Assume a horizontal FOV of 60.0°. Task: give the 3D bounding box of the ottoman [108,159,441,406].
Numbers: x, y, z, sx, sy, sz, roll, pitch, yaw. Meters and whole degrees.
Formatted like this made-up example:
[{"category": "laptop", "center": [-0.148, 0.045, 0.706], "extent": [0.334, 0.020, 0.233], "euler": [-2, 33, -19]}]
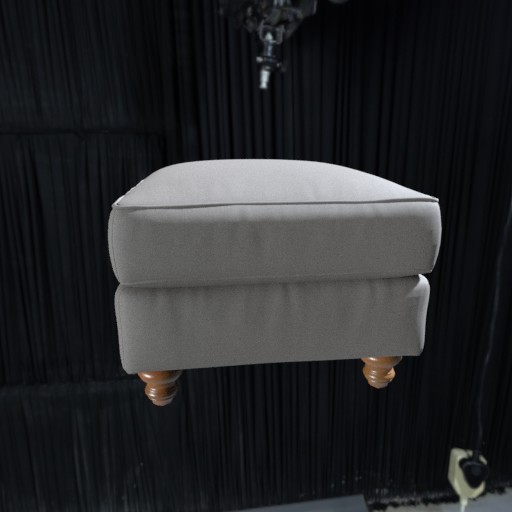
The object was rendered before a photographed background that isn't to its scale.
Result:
[{"category": "ottoman", "center": [0.000, 0.000, 1.185], "extent": [0.662, 0.505, 0.721], "euler": [-2, 14, -8]}]
